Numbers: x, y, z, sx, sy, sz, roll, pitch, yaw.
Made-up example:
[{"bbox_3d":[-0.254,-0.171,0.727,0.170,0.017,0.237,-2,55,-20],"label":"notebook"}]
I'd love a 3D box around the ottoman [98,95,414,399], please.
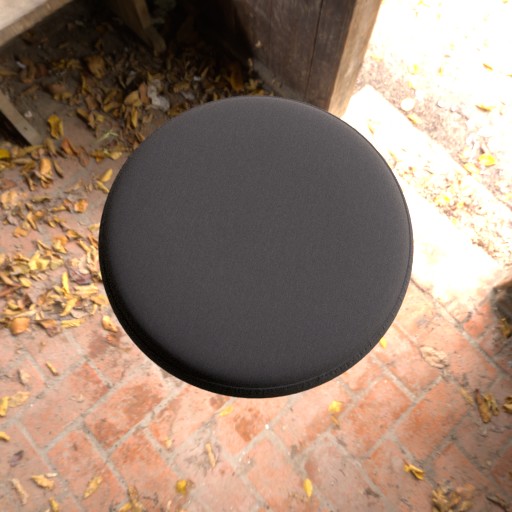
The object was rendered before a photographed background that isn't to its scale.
[{"bbox_3d":[0.000,0.000,1.005,0.608,0.433,0.608,0,74,0],"label":"ottoman"}]
